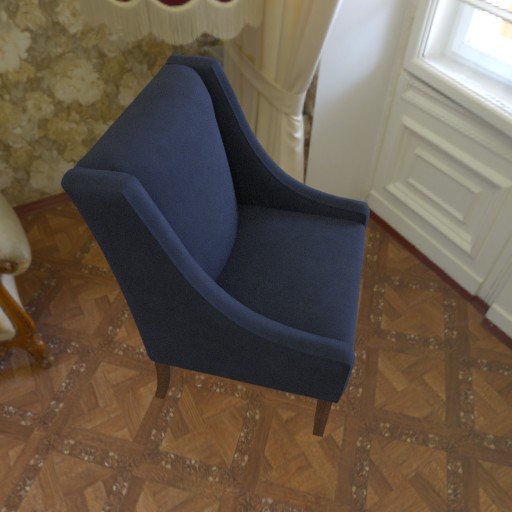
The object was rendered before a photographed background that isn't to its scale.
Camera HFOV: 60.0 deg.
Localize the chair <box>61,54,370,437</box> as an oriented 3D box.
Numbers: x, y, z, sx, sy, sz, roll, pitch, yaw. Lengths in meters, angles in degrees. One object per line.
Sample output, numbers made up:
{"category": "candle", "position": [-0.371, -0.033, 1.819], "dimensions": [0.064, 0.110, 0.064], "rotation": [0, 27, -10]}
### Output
{"category": "chair", "position": [0.000, 0.000, 1.302], "dimensions": [0.629, 0.895, 0.629], "rotation": [10, 48, 9]}
